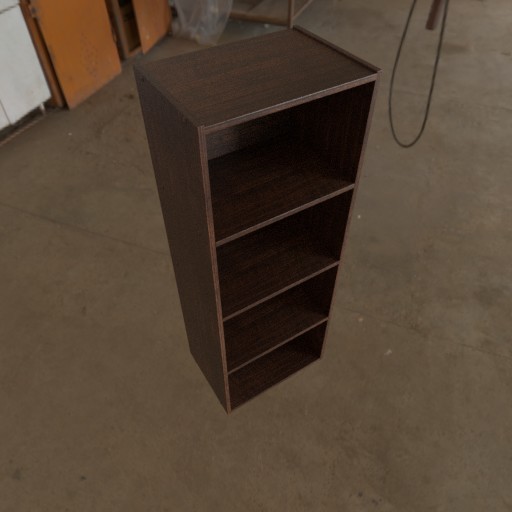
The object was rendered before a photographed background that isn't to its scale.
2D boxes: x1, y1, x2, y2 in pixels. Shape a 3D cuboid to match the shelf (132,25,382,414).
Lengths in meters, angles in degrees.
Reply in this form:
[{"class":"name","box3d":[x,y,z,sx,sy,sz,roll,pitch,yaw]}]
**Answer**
[{"class":"shelf","box3d":[0.000,0.000,1.285,0.415,1.099,0.290,-24,51,-21]}]
